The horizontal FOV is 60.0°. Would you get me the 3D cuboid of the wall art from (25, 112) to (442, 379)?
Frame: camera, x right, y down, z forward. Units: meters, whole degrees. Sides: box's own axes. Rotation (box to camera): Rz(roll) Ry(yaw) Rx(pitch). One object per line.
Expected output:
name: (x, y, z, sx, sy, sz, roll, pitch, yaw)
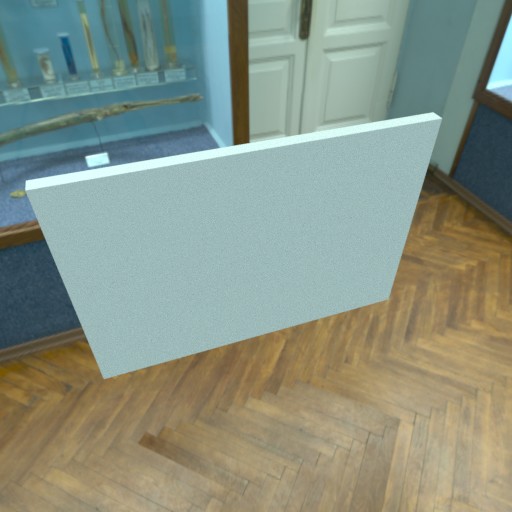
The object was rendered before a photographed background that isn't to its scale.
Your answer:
wall art: (0.000, 0.000, 1.650, 1.308, 0.902, 0.051, -13, 44, -14)
